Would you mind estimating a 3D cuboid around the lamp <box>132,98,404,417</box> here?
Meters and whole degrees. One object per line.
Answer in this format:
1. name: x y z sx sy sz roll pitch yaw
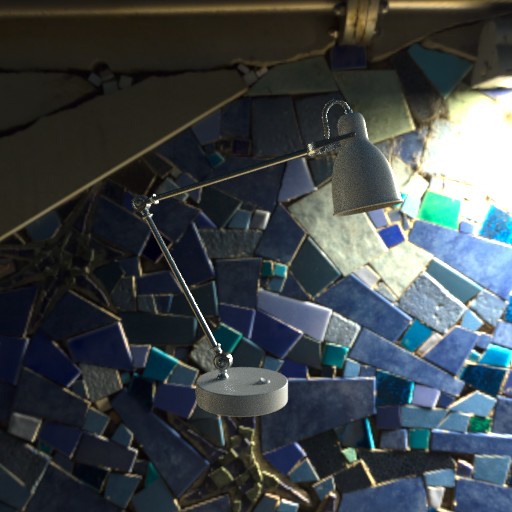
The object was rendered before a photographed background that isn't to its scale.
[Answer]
1. lamp: 0.000 0.000 0.890 0.561 0.587 0.187 1 2 16
